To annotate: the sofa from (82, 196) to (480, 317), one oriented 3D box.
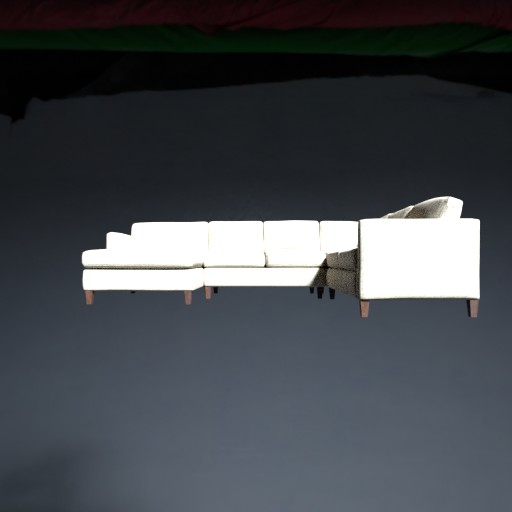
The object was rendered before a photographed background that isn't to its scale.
[{"bbox_3d":[0.000,0.000,4.626,3.460,0.959,2.593,0,-1,1],"label":"sofa"}]
